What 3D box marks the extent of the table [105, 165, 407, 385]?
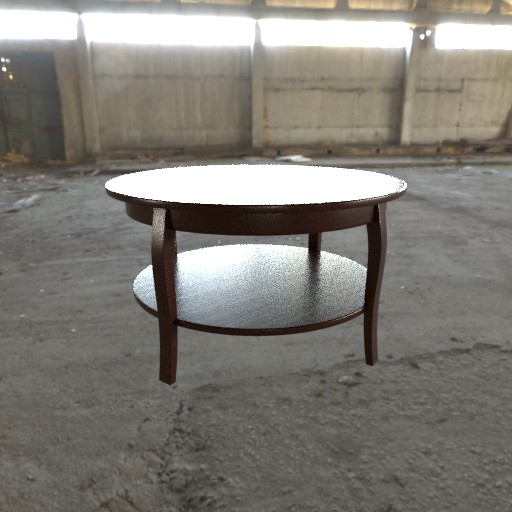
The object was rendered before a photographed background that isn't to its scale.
[{"bbox_3d":[0.000,0.000,1.480,0.911,0.512,0.911,0,17,0],"label":"table"}]
